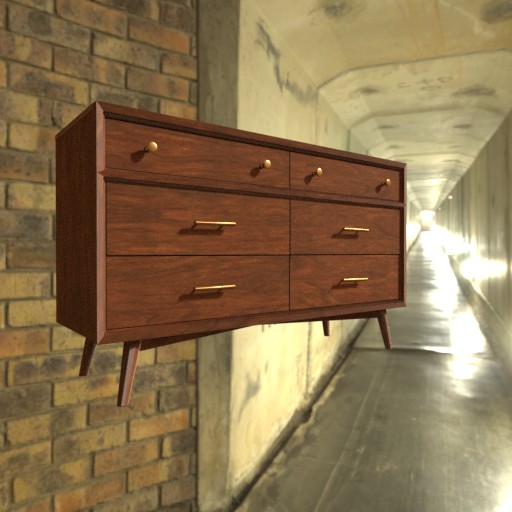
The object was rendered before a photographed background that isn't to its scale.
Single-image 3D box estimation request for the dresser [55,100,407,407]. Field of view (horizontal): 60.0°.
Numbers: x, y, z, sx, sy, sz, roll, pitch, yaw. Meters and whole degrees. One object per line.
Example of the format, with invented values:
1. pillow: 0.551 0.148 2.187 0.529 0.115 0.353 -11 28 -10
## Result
1. dresser: 0.000 0.000 1.877 1.472 0.889 0.500 0 1 -37
